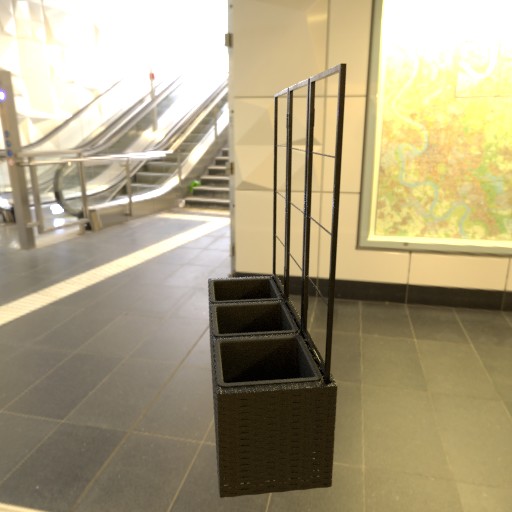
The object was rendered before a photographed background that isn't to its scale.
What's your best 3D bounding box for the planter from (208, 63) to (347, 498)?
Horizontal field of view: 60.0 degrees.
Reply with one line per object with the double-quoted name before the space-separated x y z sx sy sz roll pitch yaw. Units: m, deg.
"planter" 0.000 0.000 1.150 0.244 0.841 0.698 -2 16 -7
